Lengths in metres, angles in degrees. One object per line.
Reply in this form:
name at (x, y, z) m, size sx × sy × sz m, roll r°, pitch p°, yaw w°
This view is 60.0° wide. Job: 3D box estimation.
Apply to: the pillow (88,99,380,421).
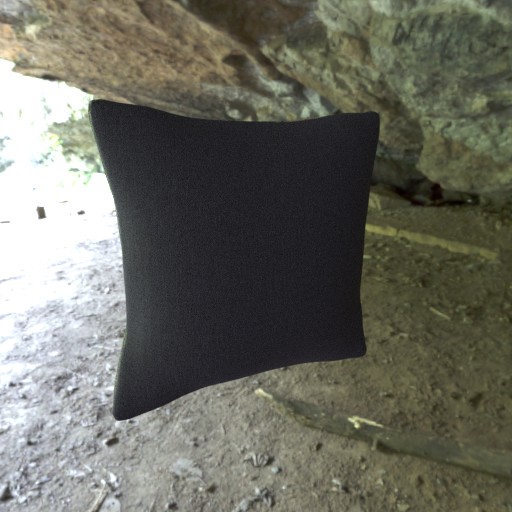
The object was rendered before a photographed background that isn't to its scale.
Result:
pillow at (0.000, 0.000, 0.648) m, size 0.437 × 0.419 × 0.136 m, roll -7°, pitch 16°, yaw -26°
